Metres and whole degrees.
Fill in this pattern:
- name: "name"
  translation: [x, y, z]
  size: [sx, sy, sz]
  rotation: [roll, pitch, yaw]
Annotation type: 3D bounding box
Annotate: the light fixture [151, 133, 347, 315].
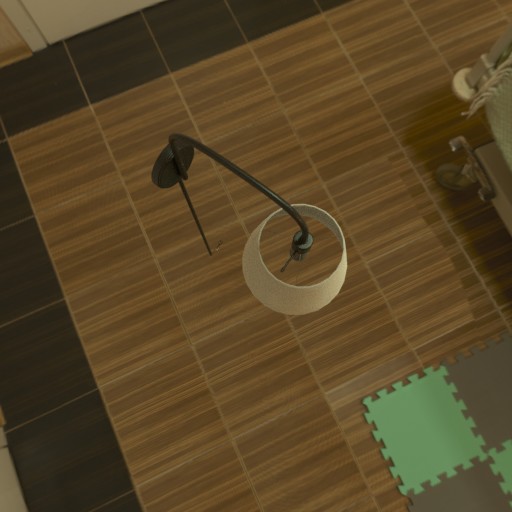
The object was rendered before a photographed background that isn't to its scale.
- name: "light fixture"
  translation: [0.000, 0.000, 0.472]
  size: [0.176, 0.399, 0.092]
  rotation: [35, 79, 8]
